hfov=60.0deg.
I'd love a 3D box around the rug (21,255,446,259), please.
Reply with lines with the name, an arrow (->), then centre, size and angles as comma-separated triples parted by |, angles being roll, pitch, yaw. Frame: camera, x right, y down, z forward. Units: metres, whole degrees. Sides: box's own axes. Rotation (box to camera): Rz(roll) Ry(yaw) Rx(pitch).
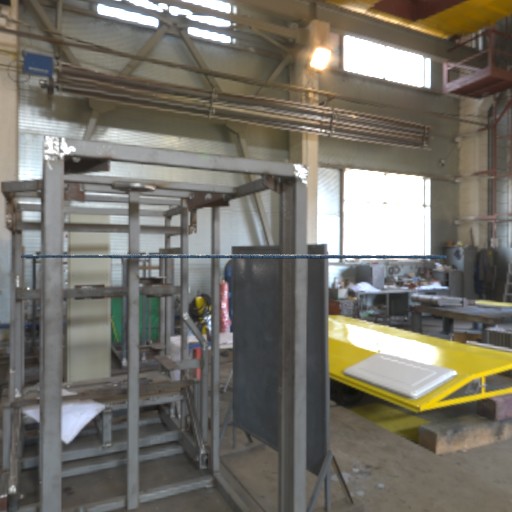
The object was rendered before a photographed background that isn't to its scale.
rug -> 0.000, 0.000, 3.860 | 2.881, 0.020, 2.270 | 0, 0, 19
